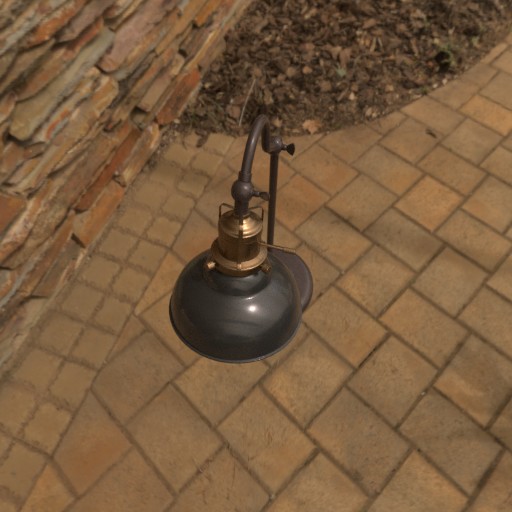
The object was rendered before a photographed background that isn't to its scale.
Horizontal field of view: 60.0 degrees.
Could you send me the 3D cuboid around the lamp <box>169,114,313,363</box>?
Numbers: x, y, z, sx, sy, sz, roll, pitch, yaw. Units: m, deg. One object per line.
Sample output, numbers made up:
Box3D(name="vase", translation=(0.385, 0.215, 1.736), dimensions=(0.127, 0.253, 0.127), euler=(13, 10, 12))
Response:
Box3D(name="lamp", translation=(0.000, 0.000, 0.678), dimensions=(0.192, 0.508, 0.374), euler=(14, 59, 8))
